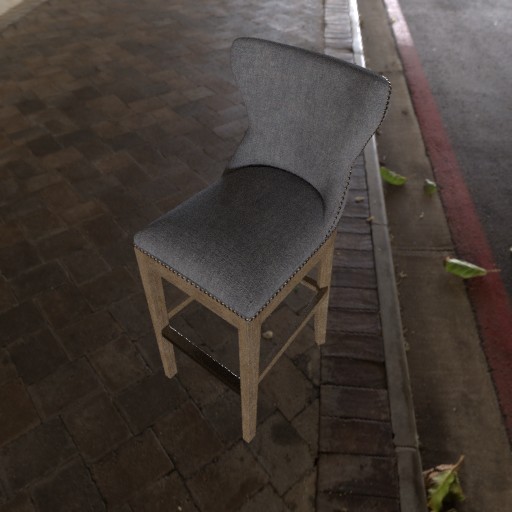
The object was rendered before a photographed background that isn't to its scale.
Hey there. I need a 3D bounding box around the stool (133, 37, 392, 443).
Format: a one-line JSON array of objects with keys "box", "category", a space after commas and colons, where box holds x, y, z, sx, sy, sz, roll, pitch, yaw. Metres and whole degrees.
[{"box": [0.000, 0.000, 1.413, 0.494, 1.123, 0.606, 30, 52, 26], "category": "stool"}]
